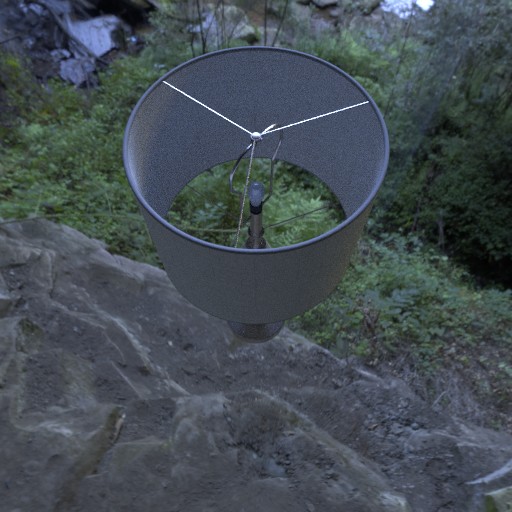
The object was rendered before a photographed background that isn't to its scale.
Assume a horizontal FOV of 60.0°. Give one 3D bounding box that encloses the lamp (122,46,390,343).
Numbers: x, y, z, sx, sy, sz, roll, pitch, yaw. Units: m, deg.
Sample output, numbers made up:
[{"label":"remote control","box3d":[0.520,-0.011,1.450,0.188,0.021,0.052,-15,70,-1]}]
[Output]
[{"label":"lamp","box3d":[0.000,0.000,0.715,0.280,0.559,0.282,35,68,16]}]
